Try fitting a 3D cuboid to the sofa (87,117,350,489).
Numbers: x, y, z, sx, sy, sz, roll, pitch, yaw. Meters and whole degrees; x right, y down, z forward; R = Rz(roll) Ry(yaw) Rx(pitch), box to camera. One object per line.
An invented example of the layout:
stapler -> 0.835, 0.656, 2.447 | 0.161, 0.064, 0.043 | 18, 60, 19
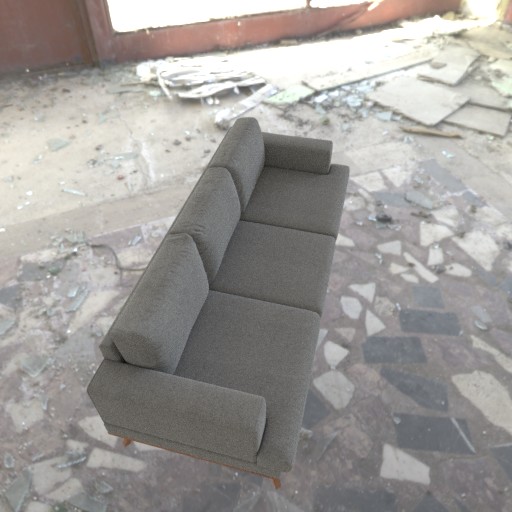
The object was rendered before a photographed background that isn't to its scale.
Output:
sofa -> 0.000, 0.000, 2.709 | 0.920, 0.810, 2.310 | 10, 46, 10
